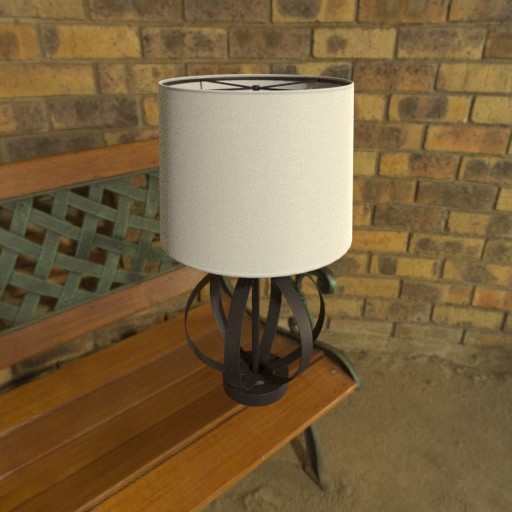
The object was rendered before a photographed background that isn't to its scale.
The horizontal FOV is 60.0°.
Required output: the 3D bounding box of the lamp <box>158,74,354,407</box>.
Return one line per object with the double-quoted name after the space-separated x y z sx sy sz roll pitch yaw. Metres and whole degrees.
0.000 0.000 0.693 0.286 0.510 0.286 0 26 0 "lamp"
